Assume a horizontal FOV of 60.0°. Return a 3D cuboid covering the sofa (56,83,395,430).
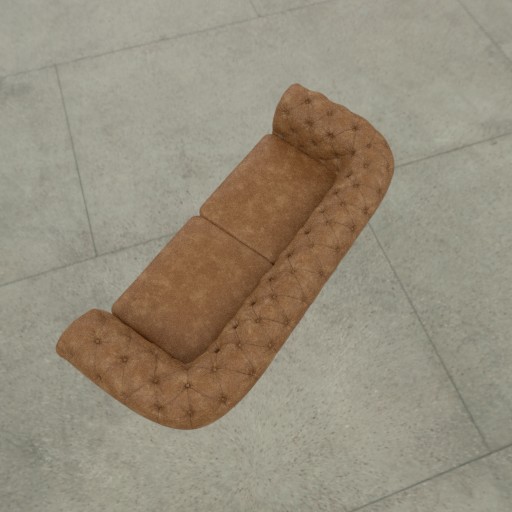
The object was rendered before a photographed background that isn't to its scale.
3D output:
[{"bbox_3d":[0.000,0.000,2.882,0.989,0.760,2.365,33,68,15],"label":"sofa"}]
